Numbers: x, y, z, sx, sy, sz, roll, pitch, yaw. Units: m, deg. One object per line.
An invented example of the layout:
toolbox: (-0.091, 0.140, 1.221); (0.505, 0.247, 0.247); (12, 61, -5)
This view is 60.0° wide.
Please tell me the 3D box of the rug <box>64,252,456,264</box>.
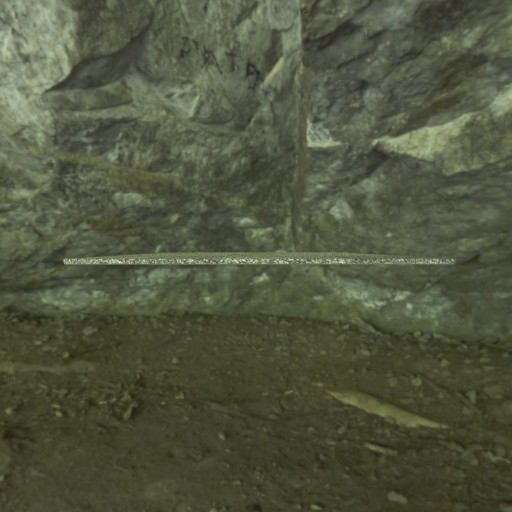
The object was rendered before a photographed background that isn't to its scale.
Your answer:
rug: (0.000, 0.000, 3.370); (1.802, 0.026, 2.699); (0, 1, -1)
